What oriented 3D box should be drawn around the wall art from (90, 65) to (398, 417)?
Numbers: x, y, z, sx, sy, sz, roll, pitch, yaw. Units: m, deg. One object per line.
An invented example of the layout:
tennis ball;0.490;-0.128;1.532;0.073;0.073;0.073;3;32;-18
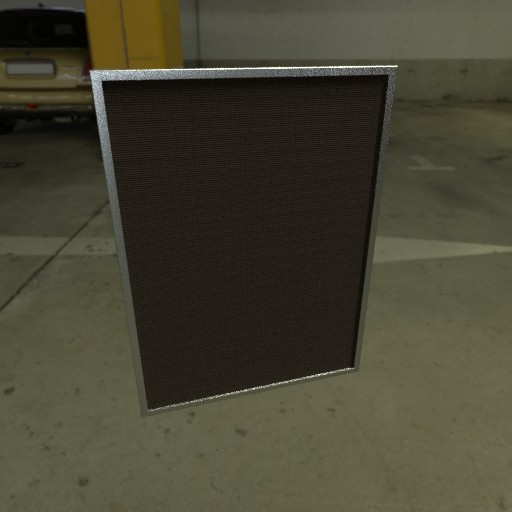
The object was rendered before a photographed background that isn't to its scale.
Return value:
wall art;0.000;0.000;1.356;0.801;1.062;0.037;-7;27;-15
